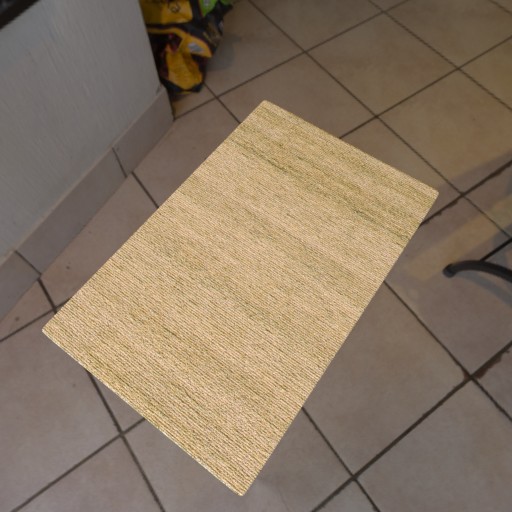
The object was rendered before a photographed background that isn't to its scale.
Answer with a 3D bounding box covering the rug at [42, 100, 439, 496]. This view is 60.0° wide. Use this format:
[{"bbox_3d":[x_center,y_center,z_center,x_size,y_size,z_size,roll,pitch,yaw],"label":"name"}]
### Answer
[{"bbox_3d":[0.000,0.000,2.178,1.143,0.010,1.758,33,68,15],"label":"rug"}]
